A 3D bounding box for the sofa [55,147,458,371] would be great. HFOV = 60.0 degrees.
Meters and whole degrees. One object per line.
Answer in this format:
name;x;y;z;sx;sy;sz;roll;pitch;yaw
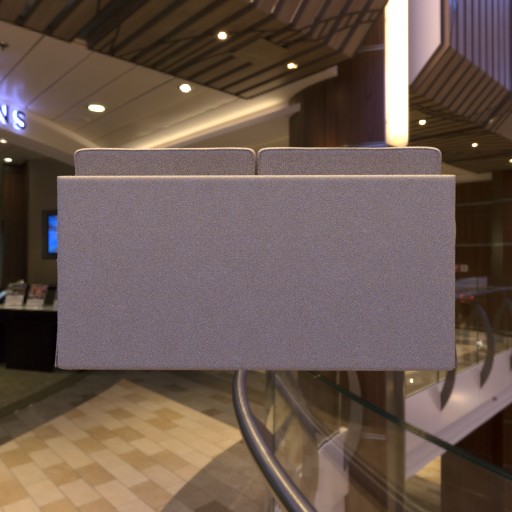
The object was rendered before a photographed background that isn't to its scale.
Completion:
sofa;0.000;0.000;2.288;1.727;0.940;0.991;0;0;1
